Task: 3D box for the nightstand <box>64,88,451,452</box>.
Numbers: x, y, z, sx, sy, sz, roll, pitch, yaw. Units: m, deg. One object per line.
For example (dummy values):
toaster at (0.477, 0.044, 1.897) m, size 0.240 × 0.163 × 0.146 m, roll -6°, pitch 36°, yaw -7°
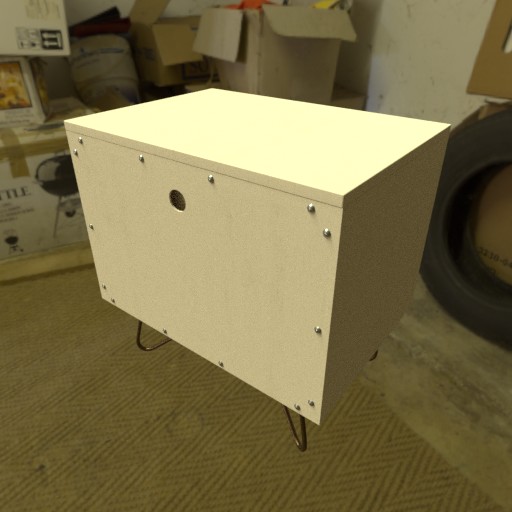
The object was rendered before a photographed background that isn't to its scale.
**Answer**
nightstand at (0.000, 0.000, 1.014) m, size 0.614 × 0.604 × 0.447 m, roll 21°, pitch 37°, yaw 32°
